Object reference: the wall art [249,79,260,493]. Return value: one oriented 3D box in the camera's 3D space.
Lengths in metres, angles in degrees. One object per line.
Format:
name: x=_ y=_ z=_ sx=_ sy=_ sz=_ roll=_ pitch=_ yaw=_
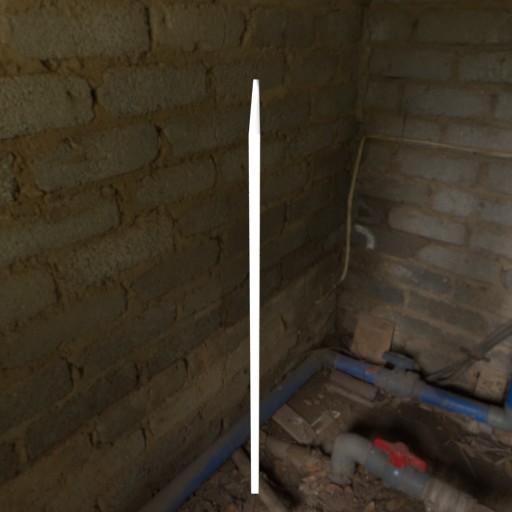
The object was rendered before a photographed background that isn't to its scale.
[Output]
wall art: x=0.000 y=0.000 z=0.859 sx=0.013 sy=0.584 sz=0.584 roll=0 pitch=27 yaw=0
